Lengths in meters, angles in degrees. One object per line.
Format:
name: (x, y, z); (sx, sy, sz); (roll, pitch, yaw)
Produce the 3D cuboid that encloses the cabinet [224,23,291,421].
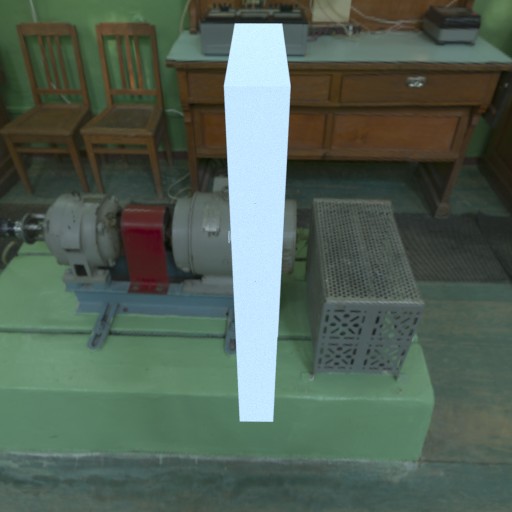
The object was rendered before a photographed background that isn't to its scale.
cabinet: (0.000, 0.000, 2.014); (0.192, 1.770, 0.643); (0, 41, 0)
